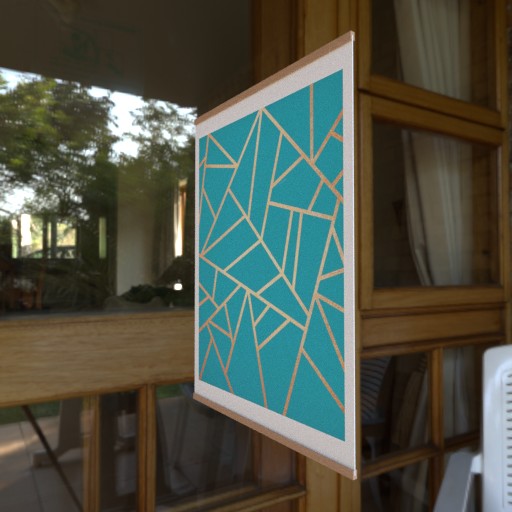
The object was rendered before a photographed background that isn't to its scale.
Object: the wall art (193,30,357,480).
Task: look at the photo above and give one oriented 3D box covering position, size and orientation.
[{"bbox_3d":[0.000,0.000,1.313,0.013,1.016,0.758,1,-2,-36],"label":"wall art"}]
